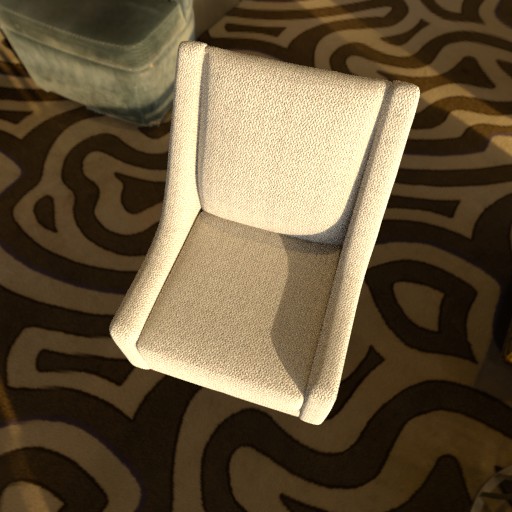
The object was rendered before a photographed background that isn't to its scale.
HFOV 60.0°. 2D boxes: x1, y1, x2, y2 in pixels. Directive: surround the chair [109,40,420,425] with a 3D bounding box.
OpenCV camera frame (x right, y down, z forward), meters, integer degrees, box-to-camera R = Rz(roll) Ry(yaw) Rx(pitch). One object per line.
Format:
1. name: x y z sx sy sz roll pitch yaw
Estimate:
1. chair: 0.000 0.000 1.566 0.774 1.014 0.870 15 60 9
